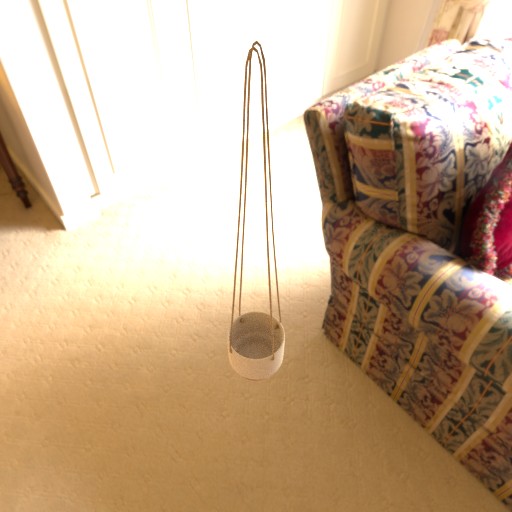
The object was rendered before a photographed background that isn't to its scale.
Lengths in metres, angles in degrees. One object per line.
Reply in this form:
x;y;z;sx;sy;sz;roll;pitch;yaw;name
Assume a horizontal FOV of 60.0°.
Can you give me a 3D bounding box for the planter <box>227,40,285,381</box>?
0.000;0.000;0.901;0.146;0.841;0.146;8;47;8;planter
